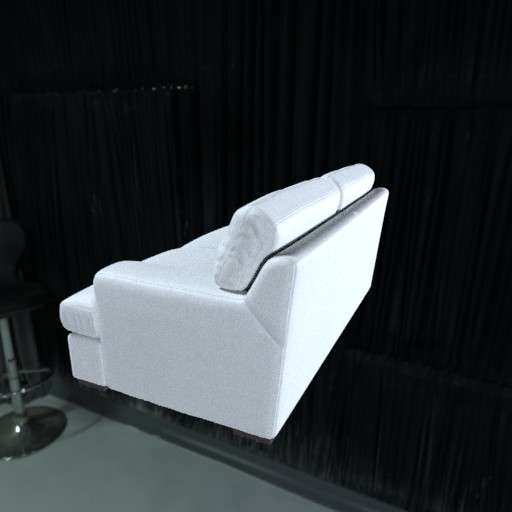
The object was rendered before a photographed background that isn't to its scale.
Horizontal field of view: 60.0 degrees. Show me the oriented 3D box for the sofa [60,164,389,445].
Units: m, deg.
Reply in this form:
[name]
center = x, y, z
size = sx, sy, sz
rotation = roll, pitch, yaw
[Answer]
[sofa]
center = 0.000, 0.000, 2.524
size = 1.143, 0.940, 1.880
rotation = 8, 18, 24
